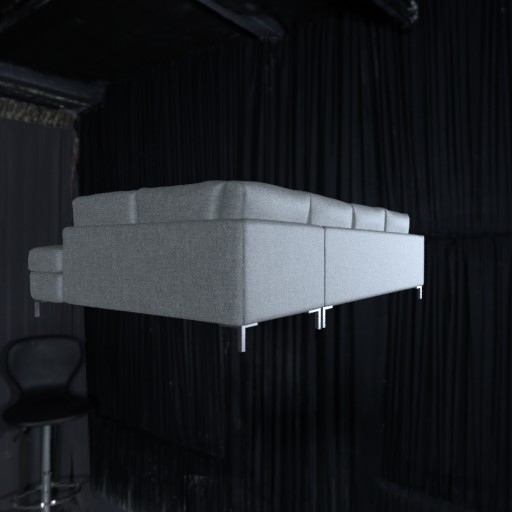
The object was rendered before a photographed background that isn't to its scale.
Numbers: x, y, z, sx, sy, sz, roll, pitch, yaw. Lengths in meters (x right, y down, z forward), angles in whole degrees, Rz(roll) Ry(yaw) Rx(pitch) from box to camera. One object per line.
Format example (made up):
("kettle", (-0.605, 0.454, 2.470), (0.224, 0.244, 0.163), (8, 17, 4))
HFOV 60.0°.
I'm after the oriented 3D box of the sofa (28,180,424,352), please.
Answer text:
("sofa", (0.000, 0.000, 3.801), (1.984, 0.858, 2.972), (1, 1, 36))
